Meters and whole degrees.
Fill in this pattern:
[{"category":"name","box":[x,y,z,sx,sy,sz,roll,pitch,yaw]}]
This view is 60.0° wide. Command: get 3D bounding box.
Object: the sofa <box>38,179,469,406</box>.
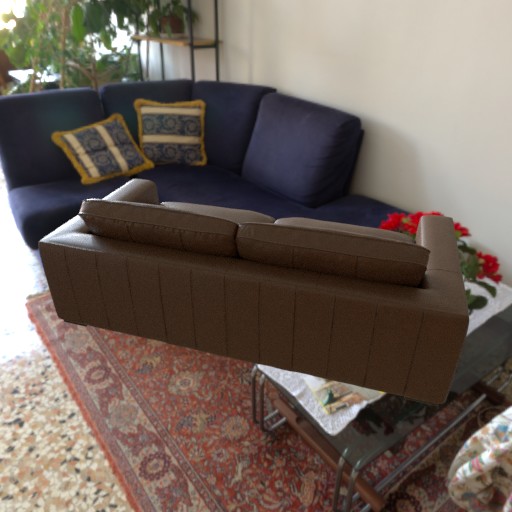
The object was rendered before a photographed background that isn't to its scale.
[{"category":"sofa","box":[0.000,0.000,2.693,2.262,0.801,1.070,9,32,15]}]
